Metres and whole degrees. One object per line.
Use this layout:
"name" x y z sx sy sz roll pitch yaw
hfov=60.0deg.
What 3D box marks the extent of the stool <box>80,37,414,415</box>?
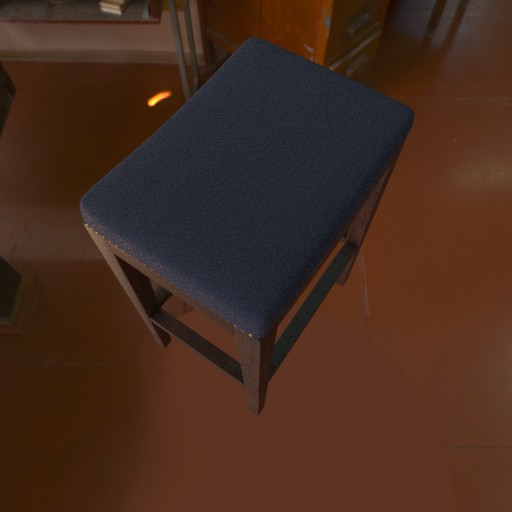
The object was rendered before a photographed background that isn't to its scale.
"stool" 0.000 0.000 1.030 0.358 0.740 0.498 32 67 15
